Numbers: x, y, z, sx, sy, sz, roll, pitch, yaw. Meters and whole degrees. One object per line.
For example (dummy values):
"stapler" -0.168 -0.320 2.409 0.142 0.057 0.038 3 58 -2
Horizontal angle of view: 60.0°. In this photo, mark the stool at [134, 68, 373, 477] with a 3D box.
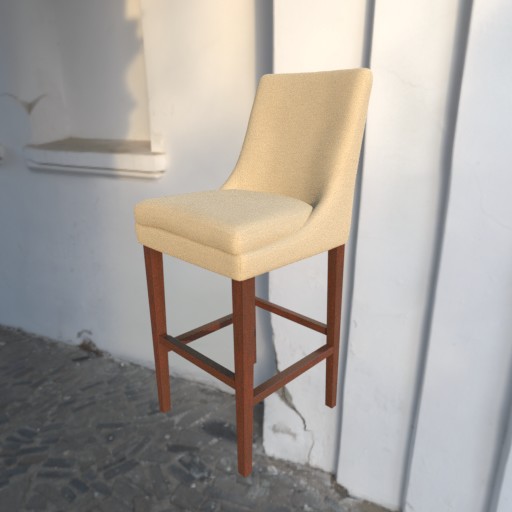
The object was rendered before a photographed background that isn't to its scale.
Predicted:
"stool" 0.000 0.000 1.367 0.470 1.078 0.577 17 25 42
